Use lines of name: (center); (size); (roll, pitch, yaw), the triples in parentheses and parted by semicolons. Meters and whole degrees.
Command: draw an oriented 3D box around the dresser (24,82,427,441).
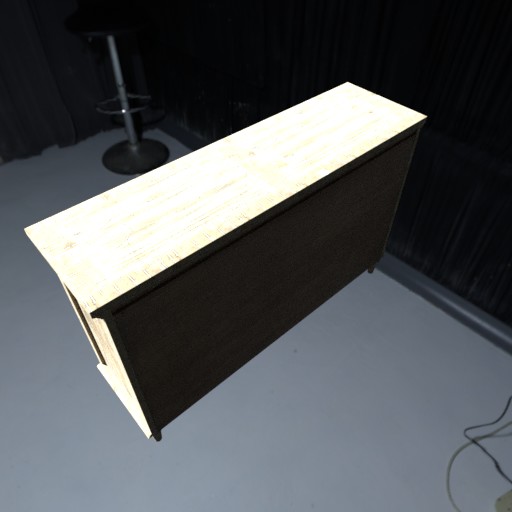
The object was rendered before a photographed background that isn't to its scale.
dresser: (0.000, 0.000, 2.072); (1.626, 1.016, 0.457); (-33, 54, -28)
